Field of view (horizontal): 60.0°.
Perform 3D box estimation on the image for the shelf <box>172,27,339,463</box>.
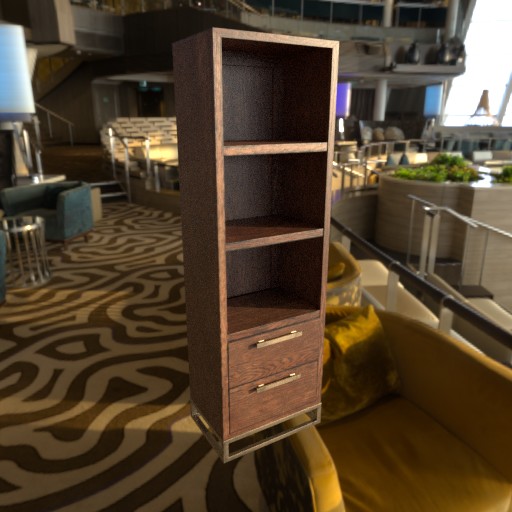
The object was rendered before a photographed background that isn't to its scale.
[{"bbox_3d":[0.000,0.000,1.968,0.539,1.732,0.395,-10,20,-29],"label":"shelf"}]
